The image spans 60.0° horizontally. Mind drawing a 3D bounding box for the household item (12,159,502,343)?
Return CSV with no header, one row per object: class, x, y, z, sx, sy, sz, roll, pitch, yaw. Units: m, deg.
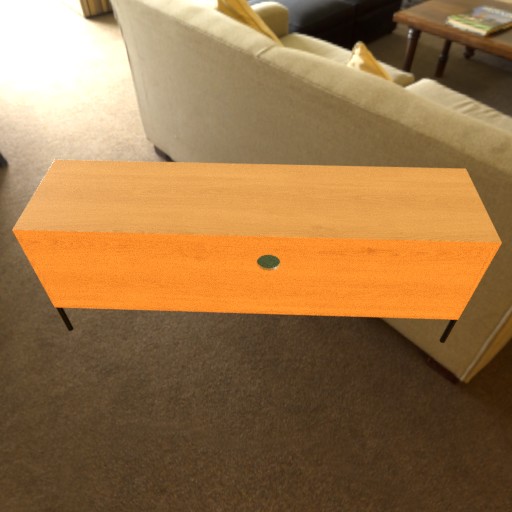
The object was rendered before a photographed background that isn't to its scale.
household item,0.000,0.000,1.717,1.550,0.600,0.400,2,47,1
